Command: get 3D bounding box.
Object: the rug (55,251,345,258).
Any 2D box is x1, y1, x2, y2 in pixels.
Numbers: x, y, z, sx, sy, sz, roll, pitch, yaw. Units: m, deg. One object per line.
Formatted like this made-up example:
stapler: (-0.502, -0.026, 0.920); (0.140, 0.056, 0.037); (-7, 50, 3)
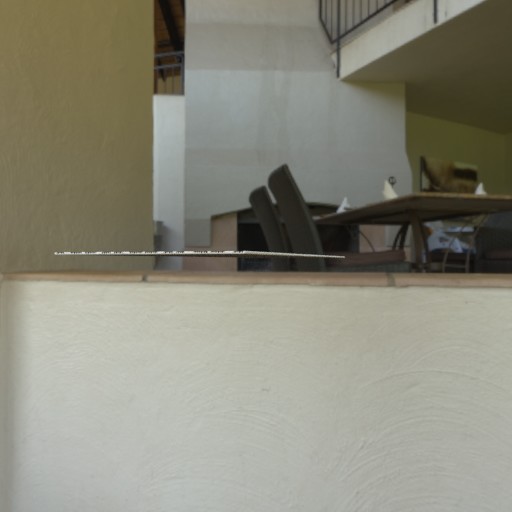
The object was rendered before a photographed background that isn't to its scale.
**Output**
rug: (0.000, 0.000, 2.664); (0.750, 0.009, 2.435); (0, -1, 19)
